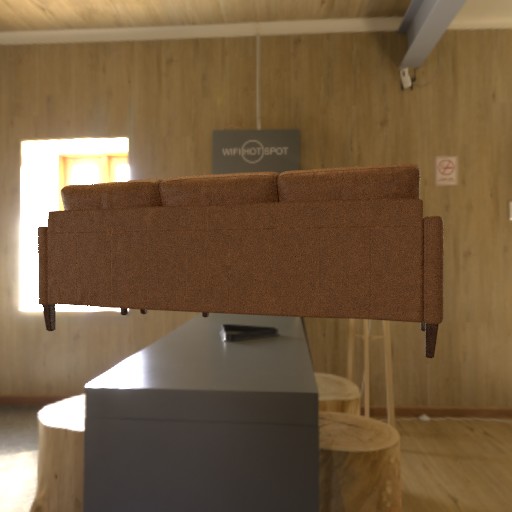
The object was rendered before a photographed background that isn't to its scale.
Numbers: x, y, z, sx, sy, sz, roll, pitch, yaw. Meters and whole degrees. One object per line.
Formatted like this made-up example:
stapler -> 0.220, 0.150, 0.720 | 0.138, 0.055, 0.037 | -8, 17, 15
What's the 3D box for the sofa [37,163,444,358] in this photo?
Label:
sofa -> 0.000, 0.000, 2.911 | 2.178, 0.876, 1.506 | 0, 0, 19
